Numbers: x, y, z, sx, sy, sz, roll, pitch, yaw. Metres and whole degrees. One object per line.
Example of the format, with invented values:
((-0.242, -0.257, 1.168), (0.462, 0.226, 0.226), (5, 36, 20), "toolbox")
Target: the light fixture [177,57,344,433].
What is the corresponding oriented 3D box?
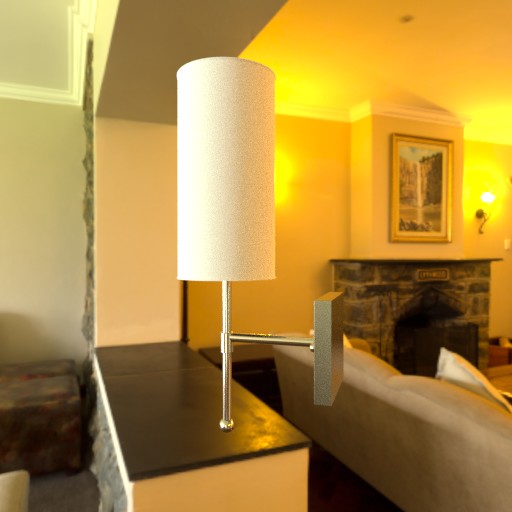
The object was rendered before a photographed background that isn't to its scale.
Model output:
((0.000, 0.000, 0.566), (0.208, 0.462, 0.128), (0, 0, 18), "light fixture")
